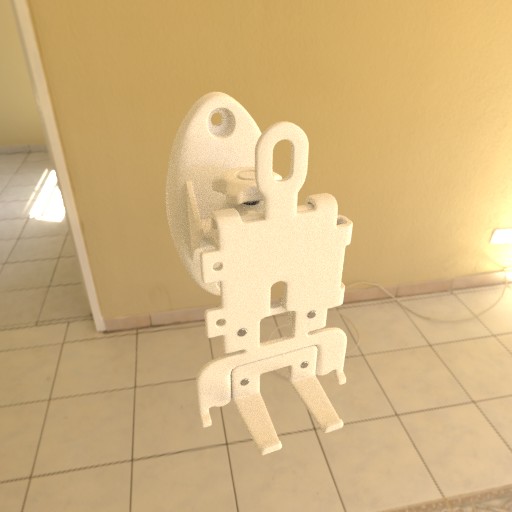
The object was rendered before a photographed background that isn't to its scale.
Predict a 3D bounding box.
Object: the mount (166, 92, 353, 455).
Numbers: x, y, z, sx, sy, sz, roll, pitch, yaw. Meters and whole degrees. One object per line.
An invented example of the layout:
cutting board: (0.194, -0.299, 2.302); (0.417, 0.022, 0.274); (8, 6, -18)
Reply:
mount: (0.000, 0.000, 0.179); (0.066, 0.118, 0.100); (-11, 34, -18)
